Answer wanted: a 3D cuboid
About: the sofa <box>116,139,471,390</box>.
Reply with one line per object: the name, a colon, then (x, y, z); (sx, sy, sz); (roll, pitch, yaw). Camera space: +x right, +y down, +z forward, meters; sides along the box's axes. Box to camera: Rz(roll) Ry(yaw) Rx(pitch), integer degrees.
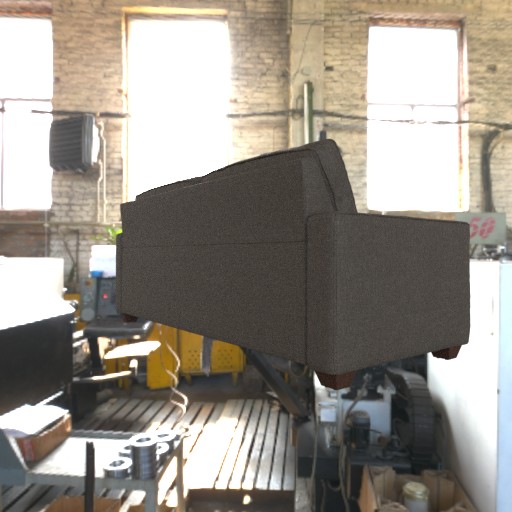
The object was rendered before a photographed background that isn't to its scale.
sofa: (0.000, 0.000, 2.543); (0.940, 0.919, 2.080); (0, 0, -37)
